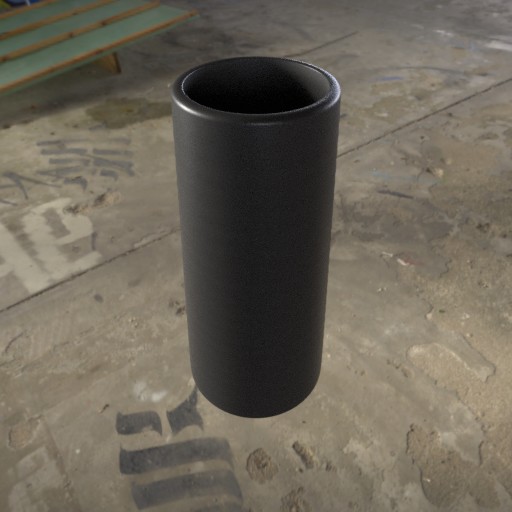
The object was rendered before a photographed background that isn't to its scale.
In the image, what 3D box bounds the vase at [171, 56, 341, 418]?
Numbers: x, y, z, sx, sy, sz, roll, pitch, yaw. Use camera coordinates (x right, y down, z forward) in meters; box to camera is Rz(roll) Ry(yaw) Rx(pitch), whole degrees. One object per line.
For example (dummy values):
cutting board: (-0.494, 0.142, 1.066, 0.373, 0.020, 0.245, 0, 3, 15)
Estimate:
vase: (0.000, 0.000, 0.372, 0.136, 0.289, 0.136, -13, 43, -14)
